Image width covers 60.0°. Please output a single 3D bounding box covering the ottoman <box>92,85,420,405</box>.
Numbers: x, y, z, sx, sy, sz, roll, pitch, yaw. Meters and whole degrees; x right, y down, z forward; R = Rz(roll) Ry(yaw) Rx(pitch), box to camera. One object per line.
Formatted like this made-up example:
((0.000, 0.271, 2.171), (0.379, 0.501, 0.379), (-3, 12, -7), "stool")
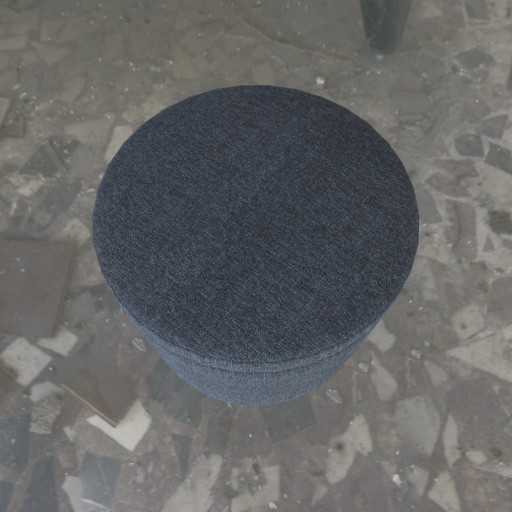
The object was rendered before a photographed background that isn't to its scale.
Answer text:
((0.000, 0.000, 0.845), (0.500, 0.419, 0.500), (0, 64, 0), "ottoman")
